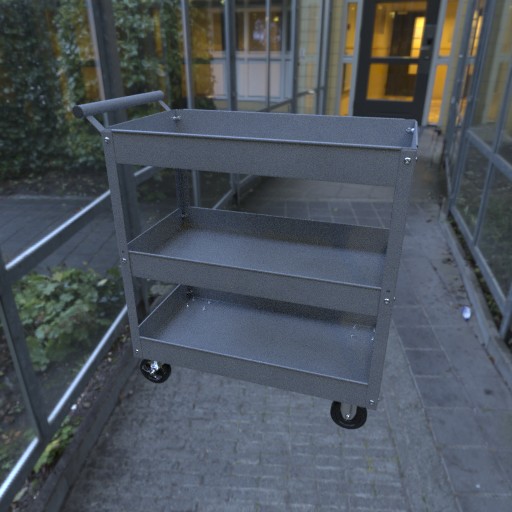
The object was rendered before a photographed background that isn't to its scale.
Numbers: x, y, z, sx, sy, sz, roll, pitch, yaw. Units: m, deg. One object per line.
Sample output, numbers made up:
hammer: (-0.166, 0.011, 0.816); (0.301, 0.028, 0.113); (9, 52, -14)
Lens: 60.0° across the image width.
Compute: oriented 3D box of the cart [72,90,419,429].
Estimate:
cart: (0.000, 0.000, 1.180); (0.719, 0.780, 0.366); (8, 27, 16)
